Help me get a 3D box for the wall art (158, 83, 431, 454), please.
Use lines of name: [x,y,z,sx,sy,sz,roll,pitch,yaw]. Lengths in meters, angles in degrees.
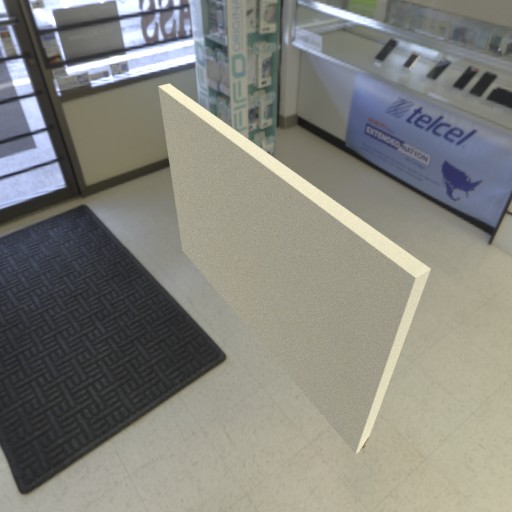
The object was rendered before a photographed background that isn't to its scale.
wall art: [0.000,0.000,1.147,0.038,0.601,0.898,-25,48,-25]
